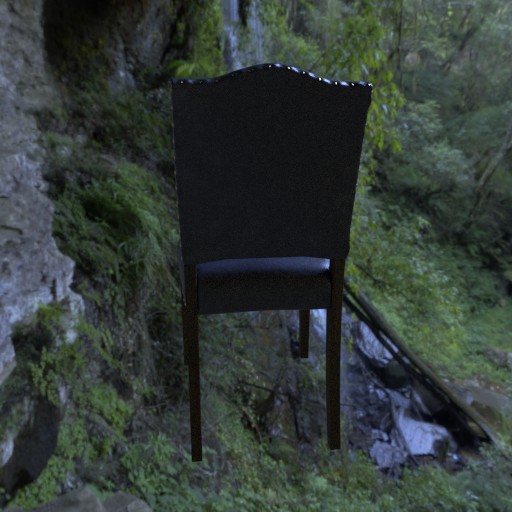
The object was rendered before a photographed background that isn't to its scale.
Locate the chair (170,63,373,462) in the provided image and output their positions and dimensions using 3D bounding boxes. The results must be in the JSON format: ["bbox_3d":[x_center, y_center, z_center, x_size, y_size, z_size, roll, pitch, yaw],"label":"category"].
[{"bbox_3d":[0.000,0.000,1.330,0.500,0.991,0.633,-2,15,-7],"label":"chair"}]
